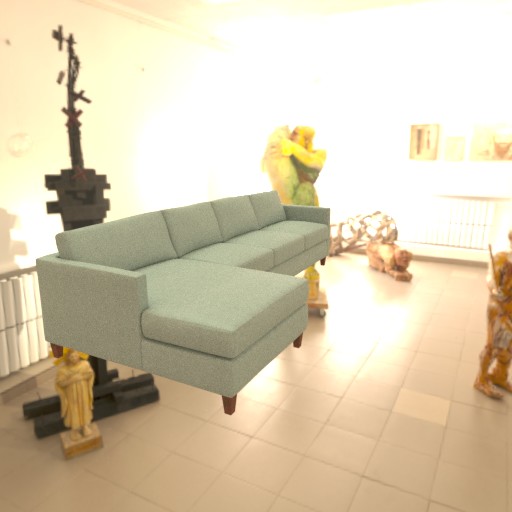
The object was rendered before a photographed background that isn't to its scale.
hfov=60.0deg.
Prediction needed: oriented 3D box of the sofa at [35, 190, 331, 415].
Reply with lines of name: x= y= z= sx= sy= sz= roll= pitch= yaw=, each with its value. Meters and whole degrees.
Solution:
sofa: x=0.000 y=0.000 z=4.184 sx=1.600 sy=0.953 sz=3.470 roll=7 pitch=16 yaw=28
